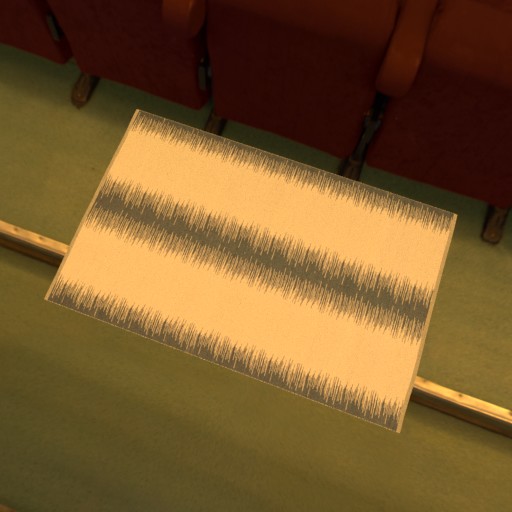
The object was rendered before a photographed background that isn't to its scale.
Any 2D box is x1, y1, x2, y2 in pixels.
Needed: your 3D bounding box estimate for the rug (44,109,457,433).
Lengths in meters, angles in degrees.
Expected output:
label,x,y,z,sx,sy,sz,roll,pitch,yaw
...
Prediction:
label,x,y,z,sx,sy,sz,roll,pitch,yaw
rug,0.000,0.000,3.017,2.453,0.003,1.519,19,76,5
